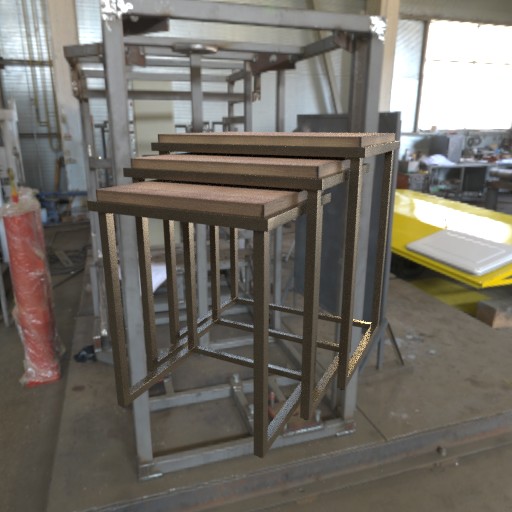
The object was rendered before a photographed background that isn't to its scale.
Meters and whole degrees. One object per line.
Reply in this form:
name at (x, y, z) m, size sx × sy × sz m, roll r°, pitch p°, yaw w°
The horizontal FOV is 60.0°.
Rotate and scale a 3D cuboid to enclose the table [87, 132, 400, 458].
table at (0.000, 0.000, 1.156) m, size 0.559 × 0.610 × 0.706 m, roll 8°, pitch 19°, yaw 26°
